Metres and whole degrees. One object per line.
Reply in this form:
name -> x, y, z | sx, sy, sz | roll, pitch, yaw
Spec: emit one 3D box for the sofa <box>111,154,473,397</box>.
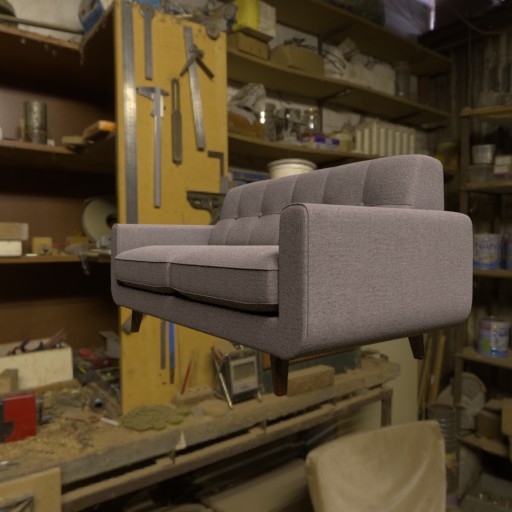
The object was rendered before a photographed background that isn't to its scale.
sofa -> 0.000, 0.000, 2.106 | 0.909, 0.841, 1.631 | -1, 2, -36
